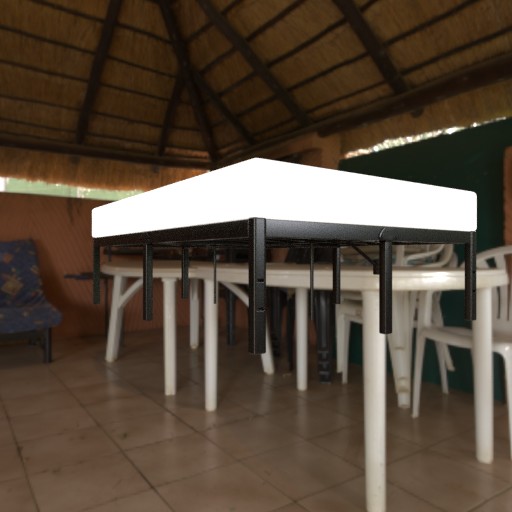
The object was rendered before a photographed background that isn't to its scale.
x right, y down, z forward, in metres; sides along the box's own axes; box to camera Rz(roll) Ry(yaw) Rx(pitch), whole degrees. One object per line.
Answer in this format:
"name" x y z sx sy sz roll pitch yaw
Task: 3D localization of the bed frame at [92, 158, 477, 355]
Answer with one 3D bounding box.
"bed frame" 0.000 0.000 2.660 1.408 0.659 1.956 0 0 -35
